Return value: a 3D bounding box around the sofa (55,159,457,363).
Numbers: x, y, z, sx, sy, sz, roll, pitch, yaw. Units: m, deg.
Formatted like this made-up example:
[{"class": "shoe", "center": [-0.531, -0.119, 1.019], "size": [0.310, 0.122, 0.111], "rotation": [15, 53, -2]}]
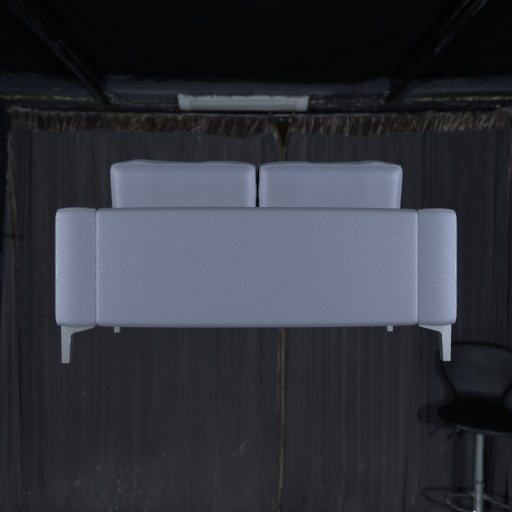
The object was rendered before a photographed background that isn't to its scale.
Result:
[{"class": "sofa", "center": [0.000, 0.000, 2.257], "size": [1.726, 0.893, 0.833], "rotation": [0, 0, -1]}]
